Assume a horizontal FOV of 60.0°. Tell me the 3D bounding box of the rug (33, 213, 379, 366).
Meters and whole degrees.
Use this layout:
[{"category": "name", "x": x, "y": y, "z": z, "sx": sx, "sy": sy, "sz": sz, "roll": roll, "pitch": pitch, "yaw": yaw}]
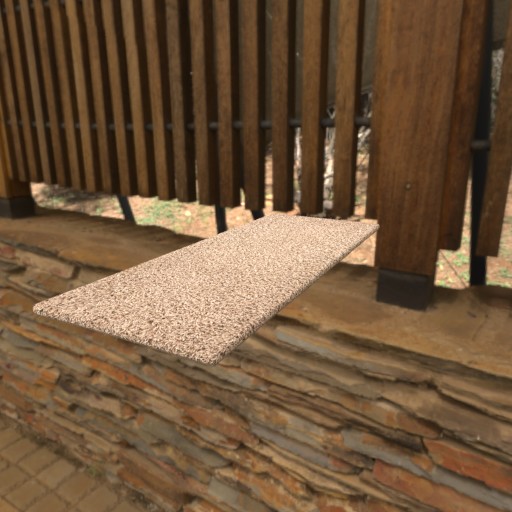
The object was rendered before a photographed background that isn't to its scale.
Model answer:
[{"category": "rug", "x": 0.000, "y": 0.000, "z": 1.741, "sx": 0.609, "sy": 0.030, "sz": 1.524, "roll": 9, "pitch": 19, "yaw": 27}]
